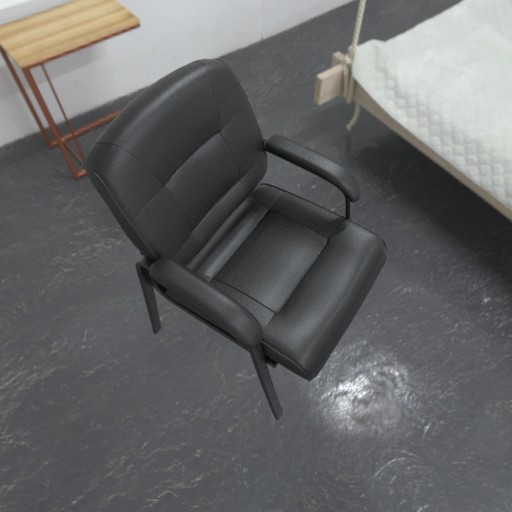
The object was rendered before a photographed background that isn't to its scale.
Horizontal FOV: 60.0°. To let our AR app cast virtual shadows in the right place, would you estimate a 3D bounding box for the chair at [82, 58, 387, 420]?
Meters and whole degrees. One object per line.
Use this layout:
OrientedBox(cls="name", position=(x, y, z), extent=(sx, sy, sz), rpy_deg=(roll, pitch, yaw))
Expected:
OrientedBox(cls="chair", position=(0.000, 0.000, 1.323), extent=(0.668, 0.910, 0.591), rpy_deg=(30, 63, 17))
